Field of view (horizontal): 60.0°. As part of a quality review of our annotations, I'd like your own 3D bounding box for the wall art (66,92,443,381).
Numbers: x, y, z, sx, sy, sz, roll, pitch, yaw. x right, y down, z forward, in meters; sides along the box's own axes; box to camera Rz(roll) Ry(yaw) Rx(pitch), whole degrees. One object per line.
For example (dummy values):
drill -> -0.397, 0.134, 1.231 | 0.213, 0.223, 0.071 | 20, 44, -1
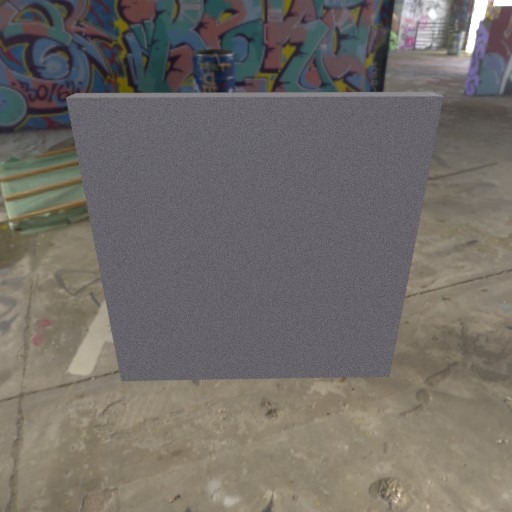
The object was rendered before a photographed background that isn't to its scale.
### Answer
wall art -> 0.000, 0.000, 0.513 | 0.355, 0.355, 0.027 | -1, 29, -1
